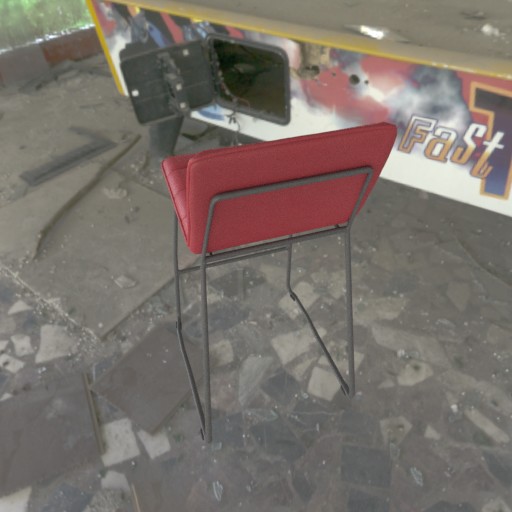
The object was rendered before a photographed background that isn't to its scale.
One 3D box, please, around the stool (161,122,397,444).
[{"bbox_3d":[0.000,0.000,1.223,0.489,0.937,0.524,-13,43,-14],"label":"stool"}]
